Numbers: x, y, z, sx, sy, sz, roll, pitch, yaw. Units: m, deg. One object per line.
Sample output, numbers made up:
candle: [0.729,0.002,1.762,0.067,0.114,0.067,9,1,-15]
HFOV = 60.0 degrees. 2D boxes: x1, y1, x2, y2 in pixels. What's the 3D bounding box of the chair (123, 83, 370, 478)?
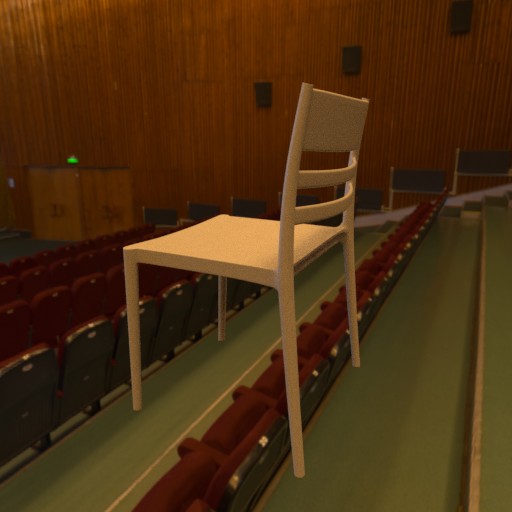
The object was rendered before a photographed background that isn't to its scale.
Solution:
chair: [0.000,0.000,1.167,0.511,0.800,0.531,8,18,25]
